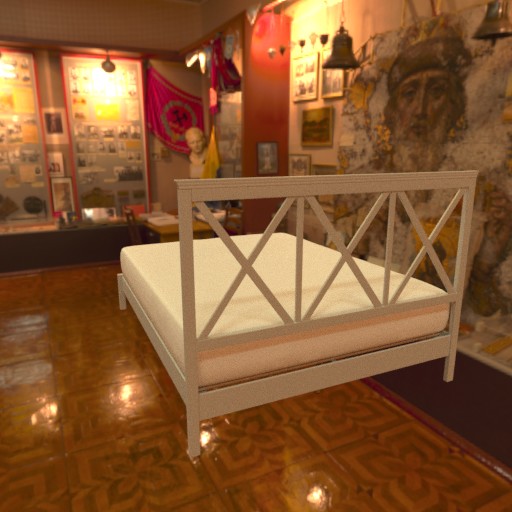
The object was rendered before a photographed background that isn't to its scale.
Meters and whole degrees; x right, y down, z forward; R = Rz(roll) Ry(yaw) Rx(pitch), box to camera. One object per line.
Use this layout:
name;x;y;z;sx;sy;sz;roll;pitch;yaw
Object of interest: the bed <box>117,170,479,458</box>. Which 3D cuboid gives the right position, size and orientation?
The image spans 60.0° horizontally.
bed;0.000;0.000;3.146;1.673;1.253;2.135;-6;15;-24
